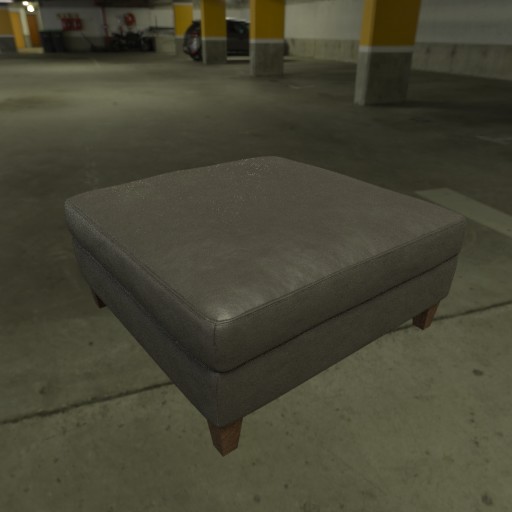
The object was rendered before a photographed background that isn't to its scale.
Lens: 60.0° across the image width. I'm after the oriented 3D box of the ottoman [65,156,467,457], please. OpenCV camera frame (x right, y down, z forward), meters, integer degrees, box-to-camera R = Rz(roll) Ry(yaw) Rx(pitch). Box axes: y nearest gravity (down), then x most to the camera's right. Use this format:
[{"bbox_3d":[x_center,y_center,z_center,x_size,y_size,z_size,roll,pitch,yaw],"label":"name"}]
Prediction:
[{"bbox_3d":[0.000,0.000,1.306,0.844,0.415,0.836,-19,33,-33],"label":"ottoman"}]
